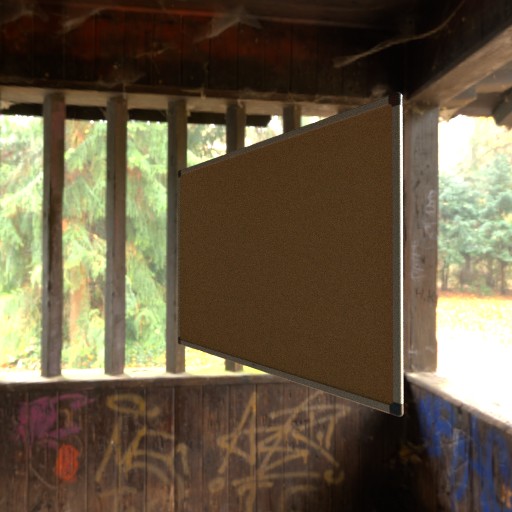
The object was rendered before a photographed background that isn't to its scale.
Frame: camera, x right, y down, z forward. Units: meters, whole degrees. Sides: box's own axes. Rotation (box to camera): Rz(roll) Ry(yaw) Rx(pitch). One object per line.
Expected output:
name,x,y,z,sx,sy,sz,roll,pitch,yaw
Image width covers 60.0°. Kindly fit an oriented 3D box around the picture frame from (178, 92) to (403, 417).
picture frame,0.000,0.000,1.175,0.010,0.600,0.900,0,-1,-37
